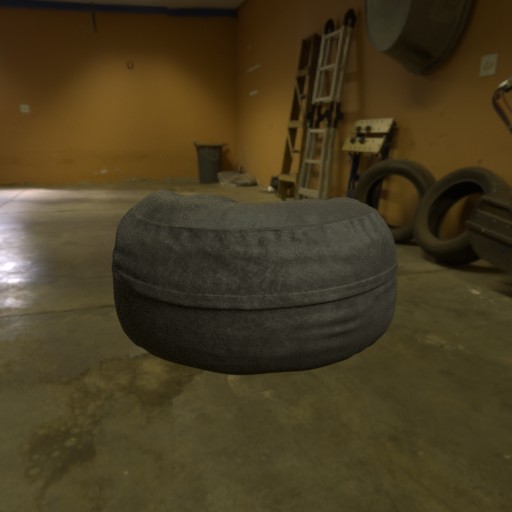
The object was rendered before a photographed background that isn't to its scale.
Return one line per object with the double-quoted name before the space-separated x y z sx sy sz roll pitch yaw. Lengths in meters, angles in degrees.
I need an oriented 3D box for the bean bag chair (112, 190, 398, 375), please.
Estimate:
"bean bag chair" 0.000 0.000 2.468 1.525 0.751 1.525 0 15 0
